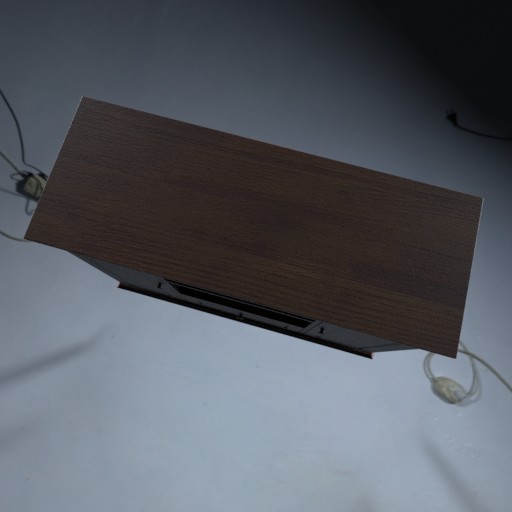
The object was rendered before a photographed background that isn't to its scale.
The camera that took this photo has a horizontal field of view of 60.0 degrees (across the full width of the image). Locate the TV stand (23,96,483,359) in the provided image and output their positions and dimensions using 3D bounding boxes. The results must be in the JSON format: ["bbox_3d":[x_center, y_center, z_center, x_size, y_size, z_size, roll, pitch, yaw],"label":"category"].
[{"bbox_3d":[0.000,0.000,1.489,1.067,0.813,0.406,15,77,4],"label":"TV stand"}]
